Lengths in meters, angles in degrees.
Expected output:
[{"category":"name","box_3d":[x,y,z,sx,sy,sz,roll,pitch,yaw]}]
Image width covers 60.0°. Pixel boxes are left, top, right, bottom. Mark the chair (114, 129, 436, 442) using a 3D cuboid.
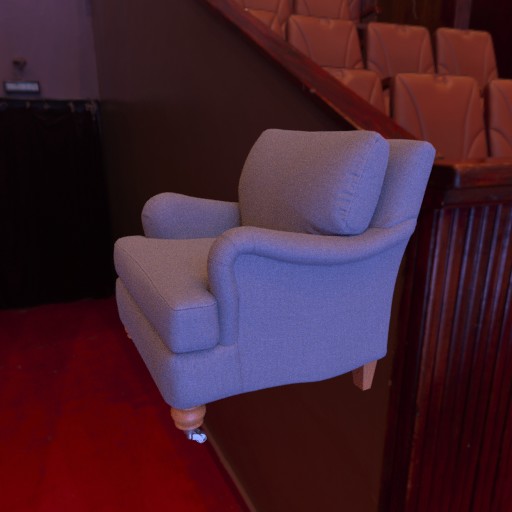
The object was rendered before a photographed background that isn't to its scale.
[{"category":"chair","box_3d":[0.000,0.000,1.898,1.070,1.038,0.955,-8,18,-26]}]
